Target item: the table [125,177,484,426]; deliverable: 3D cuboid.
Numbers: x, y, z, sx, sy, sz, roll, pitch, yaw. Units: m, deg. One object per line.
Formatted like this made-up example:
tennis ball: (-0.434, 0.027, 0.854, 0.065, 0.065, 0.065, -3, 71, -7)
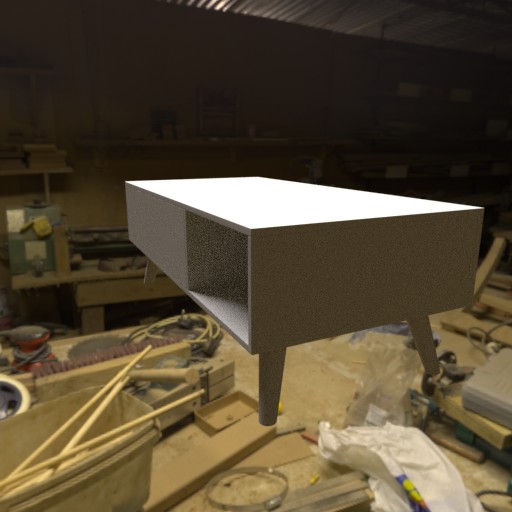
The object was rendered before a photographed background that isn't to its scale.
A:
table: (0.000, 0.000, 1.483, 0.609, 0.432, 1.194, -7, 15, -25)
